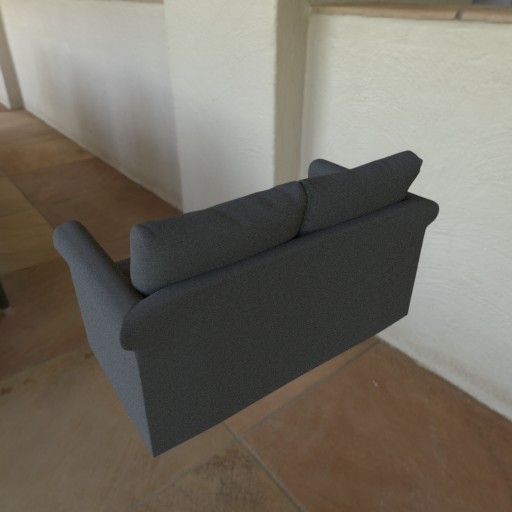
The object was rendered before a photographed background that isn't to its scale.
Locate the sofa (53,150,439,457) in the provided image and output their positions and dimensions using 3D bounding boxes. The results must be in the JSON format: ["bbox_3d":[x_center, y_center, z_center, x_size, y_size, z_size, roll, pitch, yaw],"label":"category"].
[{"bbox_3d":[0.000,0.000,1.935,1.460,0.872,0.741,-20,36,-30],"label":"sofa"}]
